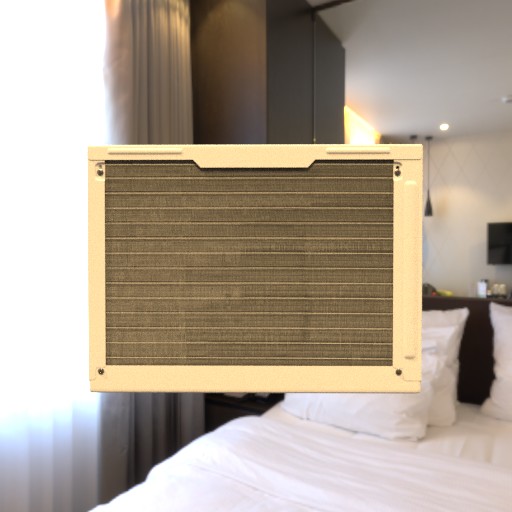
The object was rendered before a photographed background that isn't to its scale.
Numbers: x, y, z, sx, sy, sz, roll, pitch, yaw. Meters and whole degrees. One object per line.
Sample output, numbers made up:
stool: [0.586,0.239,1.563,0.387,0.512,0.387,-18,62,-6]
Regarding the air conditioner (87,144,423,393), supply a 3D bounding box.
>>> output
air conditioner: [0.000,0.000,0.907,0.503,0.388,0.546,0,1,1]
